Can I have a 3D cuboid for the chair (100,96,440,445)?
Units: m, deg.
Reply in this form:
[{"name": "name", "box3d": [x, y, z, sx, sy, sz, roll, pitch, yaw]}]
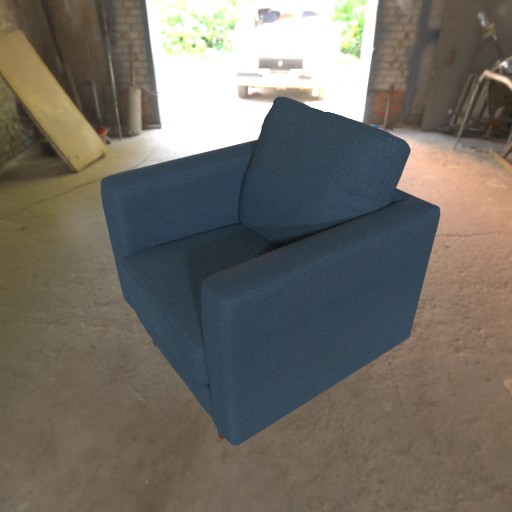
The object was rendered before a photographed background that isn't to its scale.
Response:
[{"name": "chair", "box3d": [0.000, 0.000, 1.567, 0.820, 0.922, 0.855, -21, 39, -29]}]
